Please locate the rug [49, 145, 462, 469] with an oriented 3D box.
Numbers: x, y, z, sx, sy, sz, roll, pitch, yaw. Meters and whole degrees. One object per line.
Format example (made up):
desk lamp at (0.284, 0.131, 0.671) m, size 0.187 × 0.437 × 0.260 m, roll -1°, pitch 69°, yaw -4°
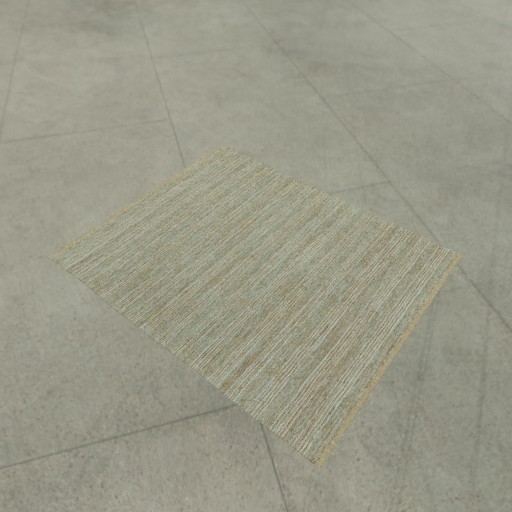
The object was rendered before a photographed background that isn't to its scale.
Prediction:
rug at (0.000, 0.000, 4.177) m, size 3.034 × 0.012 × 2.471 m, roll 30°, pitch 53°, yaw 26°
